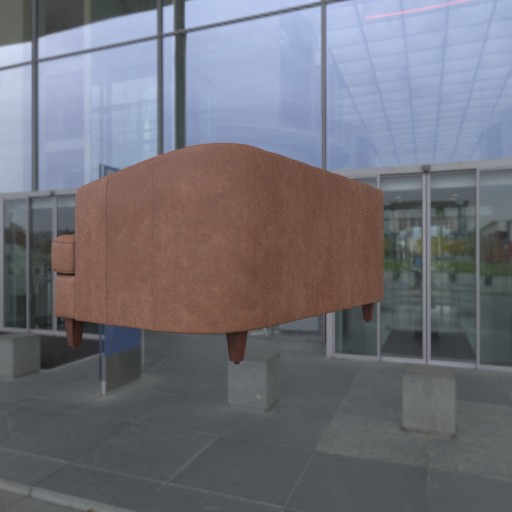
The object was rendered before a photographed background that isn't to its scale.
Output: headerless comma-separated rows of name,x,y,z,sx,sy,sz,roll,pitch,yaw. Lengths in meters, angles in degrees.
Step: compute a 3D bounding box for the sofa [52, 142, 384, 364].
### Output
sofa,0.000,0.000,2.326,0.914,0.786,1.755,0,0,36
